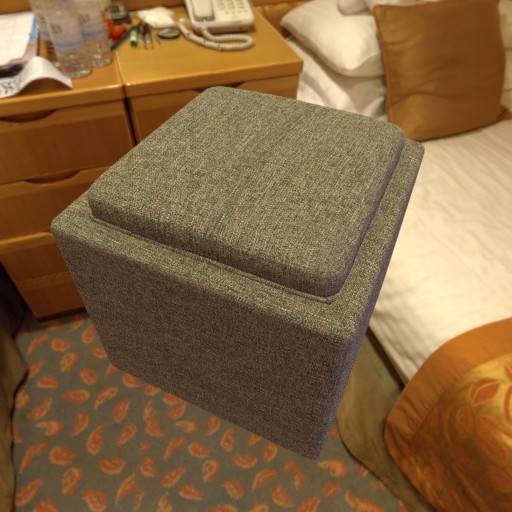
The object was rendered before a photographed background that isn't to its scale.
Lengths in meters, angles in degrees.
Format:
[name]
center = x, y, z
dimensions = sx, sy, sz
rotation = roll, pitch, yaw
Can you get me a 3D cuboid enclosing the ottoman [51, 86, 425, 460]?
[ottoman]
center = 0.000, 0.000, 0.819
dimensions = 0.450, 0.460, 0.450
rotation = 19, 49, 17
